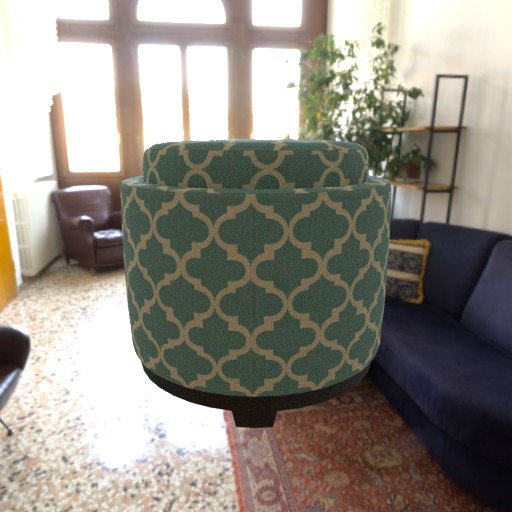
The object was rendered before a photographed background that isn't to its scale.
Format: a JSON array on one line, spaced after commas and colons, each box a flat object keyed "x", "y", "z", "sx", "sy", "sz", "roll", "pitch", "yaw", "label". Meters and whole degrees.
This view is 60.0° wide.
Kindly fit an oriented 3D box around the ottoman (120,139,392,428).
[{"x": 0.000, "y": 0.000, "z": 0.840, "sx": 0.480, "sy": 0.429, "sz": 0.480, "roll": 0, "pitch": 14, "yaw": 0, "label": "ottoman"}]
